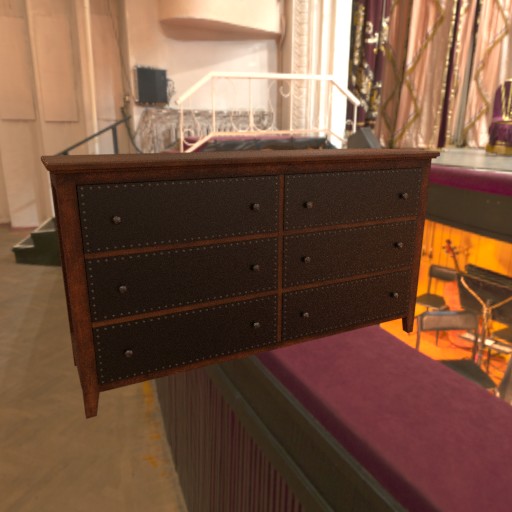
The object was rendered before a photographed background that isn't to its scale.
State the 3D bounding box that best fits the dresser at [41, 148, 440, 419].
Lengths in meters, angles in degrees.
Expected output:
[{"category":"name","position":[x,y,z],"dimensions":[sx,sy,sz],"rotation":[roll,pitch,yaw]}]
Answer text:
[{"category":"dresser","position":[0.000,0.000,1.891],"dimensions":[1.551,0.856,0.463],"rotation":[-8,18,-26]}]
